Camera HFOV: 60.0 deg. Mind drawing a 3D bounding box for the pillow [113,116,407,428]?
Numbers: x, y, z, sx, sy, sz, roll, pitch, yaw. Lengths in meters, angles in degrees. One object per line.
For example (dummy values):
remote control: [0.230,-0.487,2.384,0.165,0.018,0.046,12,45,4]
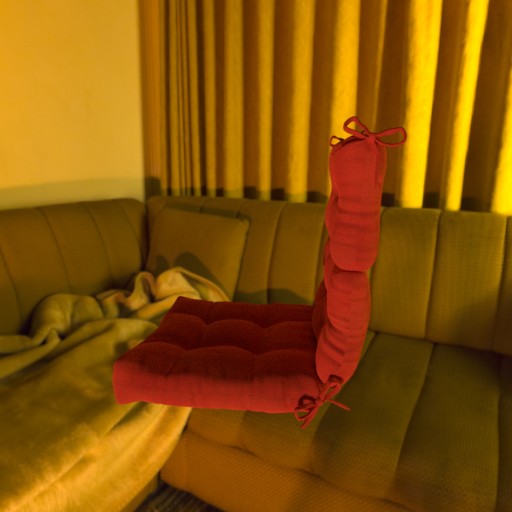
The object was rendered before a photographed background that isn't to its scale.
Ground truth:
pillow: [0.000,0.000,1.064,0.571,0.605,0.519,2,13,7]
